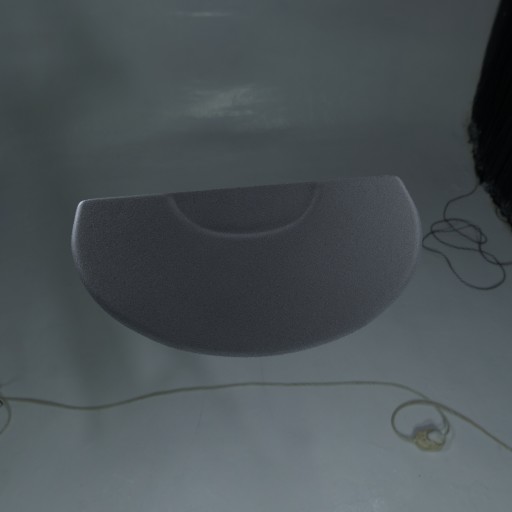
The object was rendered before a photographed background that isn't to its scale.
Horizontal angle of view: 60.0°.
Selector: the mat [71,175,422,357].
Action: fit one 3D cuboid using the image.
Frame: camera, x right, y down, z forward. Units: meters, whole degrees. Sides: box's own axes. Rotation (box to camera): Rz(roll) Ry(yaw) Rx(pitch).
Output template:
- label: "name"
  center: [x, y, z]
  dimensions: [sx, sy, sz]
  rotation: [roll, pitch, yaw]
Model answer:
- label: "mat"
  center: [0.000, 0.000, 1.790]
  dimensions: [1.525, 0.016, 0.917]
  rotation: [-5, 47, -5]
